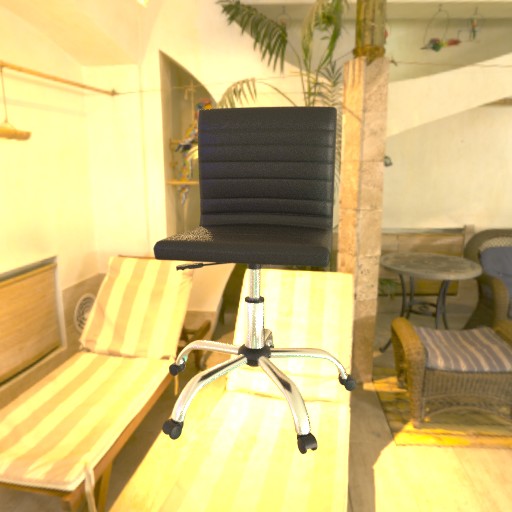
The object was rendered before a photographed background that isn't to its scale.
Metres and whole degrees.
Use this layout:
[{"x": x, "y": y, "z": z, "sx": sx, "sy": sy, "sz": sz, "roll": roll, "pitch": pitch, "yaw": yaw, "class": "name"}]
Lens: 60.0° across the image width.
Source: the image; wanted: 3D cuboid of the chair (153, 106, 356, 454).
[{"x": 0.000, "y": 0.000, "z": 1.167, "sx": 0.556, "sy": 0.780, "sz": 0.530, "roll": 2, "pitch": 13, "yaw": 10, "class": "chair"}]
